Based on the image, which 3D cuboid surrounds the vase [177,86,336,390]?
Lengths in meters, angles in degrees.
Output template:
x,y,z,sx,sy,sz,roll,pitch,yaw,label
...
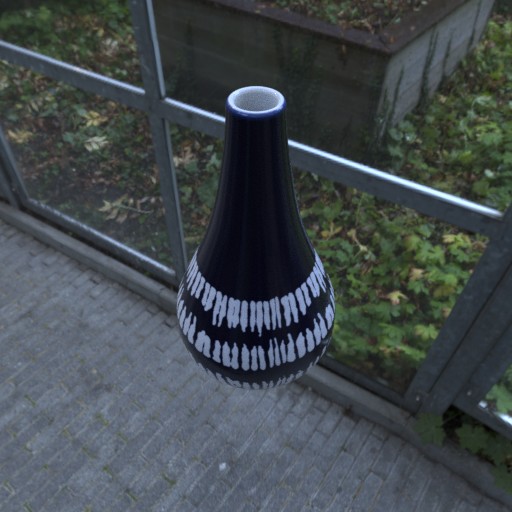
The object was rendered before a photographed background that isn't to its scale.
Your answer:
x,y,z,sx,sy,sz,roll,pitch,yaw,label
0.000,0.000,0.393,0.159,0.295,0.159,0,47,0,vase
